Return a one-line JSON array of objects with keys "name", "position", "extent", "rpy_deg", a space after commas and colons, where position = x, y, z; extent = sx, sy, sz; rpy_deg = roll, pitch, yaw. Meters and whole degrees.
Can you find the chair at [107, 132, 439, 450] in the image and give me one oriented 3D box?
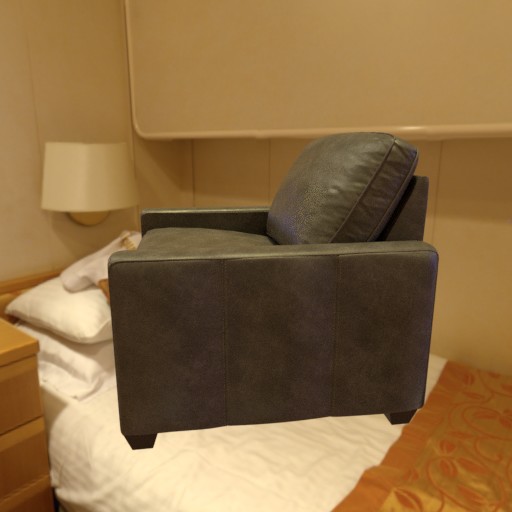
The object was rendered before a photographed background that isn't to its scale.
[{"name": "chair", "position": [0.000, 0.000, 1.700], "extent": [0.939, 0.916, 1.006], "rpy_deg": [-2, 14, -8]}]
